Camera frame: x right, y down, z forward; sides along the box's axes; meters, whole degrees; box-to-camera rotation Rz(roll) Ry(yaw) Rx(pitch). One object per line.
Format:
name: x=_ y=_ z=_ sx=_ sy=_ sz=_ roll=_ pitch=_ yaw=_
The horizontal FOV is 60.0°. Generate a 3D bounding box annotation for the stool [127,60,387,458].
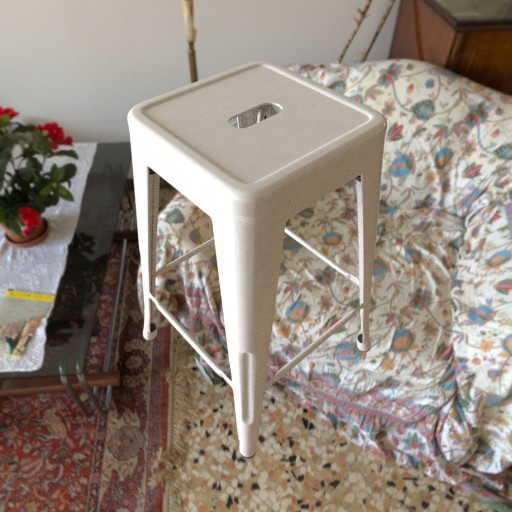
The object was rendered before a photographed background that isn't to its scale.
stool: x=0.000 y=0.000 z=0.871 sx=0.406 sy=0.610 sz=0.406 roll=-33 pitch=55 yaw=-27
